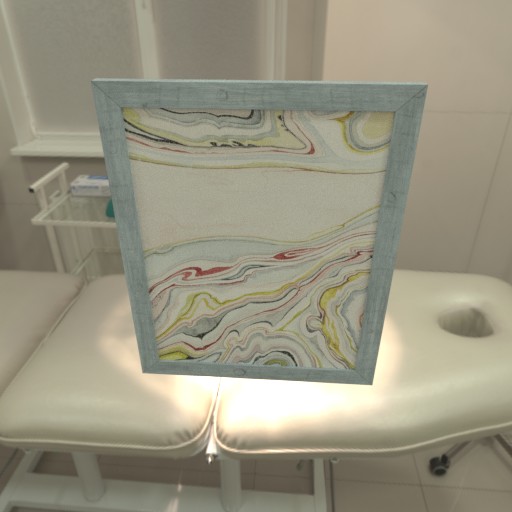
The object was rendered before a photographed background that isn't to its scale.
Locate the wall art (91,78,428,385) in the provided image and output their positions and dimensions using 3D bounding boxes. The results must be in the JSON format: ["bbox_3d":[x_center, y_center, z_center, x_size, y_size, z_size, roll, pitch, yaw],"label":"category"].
[{"bbox_3d":[0.000,0.000,0.784,0.479,0.582,0.022,2,30,4],"label":"wall art"}]
